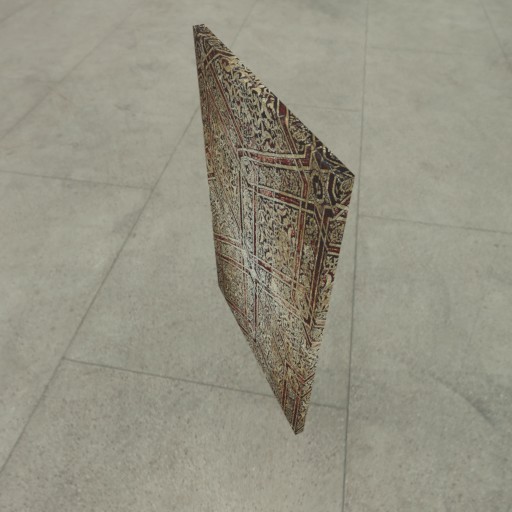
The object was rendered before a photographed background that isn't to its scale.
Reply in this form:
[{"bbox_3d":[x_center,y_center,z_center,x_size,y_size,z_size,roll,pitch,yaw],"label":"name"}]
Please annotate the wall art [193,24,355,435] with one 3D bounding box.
[{"bbox_3d":[0.000,0.000,1.119,0.030,0.904,0.599,-19,50,-16],"label":"wall art"}]
